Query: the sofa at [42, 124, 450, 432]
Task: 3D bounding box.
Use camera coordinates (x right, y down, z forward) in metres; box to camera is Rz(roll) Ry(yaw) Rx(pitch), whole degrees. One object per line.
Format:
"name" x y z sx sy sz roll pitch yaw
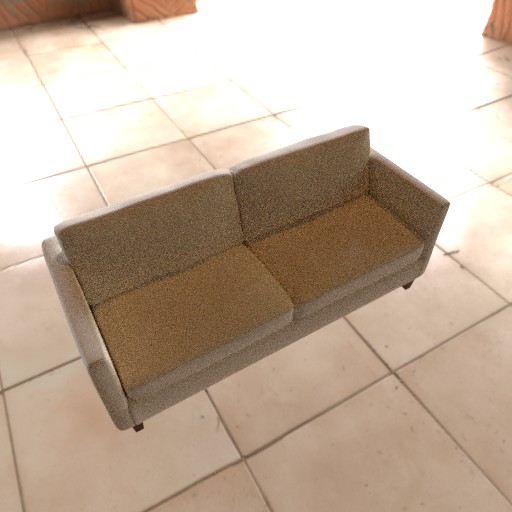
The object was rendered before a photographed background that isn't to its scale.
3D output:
"sofa" 0.000 0.000 2.623 2.139 0.933 0.924 -23 49 -21
